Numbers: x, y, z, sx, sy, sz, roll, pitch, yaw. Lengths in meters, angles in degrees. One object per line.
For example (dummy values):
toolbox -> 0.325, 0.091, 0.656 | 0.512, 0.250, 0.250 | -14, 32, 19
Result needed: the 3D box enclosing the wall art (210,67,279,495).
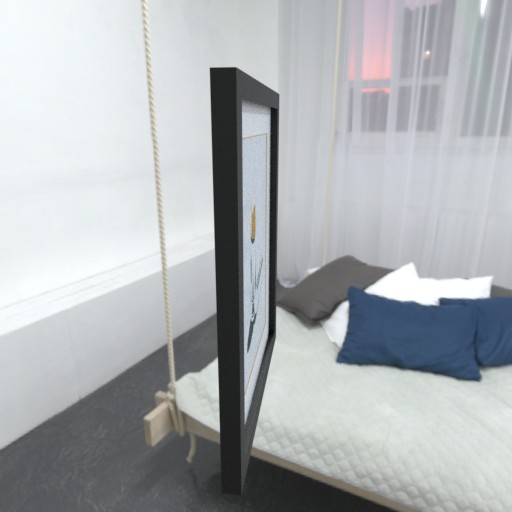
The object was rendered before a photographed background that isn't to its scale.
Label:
wall art -> 0.000, 0.000, 0.528 | 0.019, 0.381, 0.330 | 2, 17, 8
